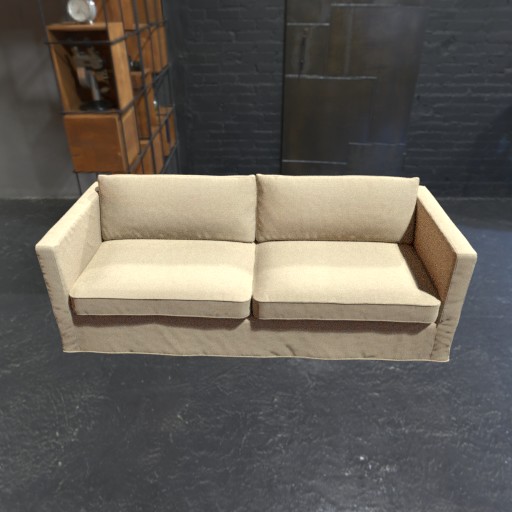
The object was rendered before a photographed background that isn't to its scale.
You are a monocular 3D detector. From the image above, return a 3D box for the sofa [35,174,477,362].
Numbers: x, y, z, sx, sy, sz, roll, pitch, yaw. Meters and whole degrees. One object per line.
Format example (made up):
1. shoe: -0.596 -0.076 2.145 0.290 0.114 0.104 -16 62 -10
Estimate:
1. sofa: 0.000 0.000 2.791 2.312 0.853 0.962 1 31 2
